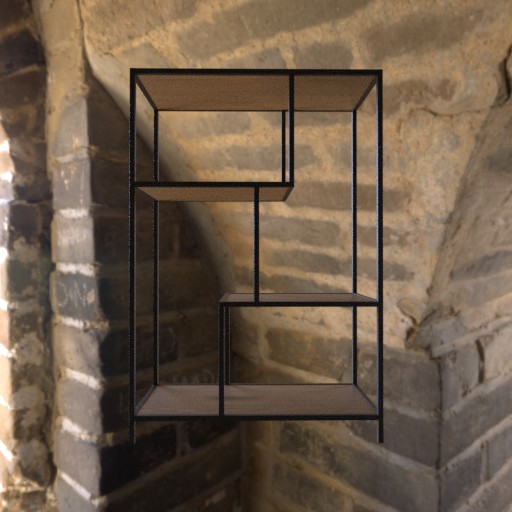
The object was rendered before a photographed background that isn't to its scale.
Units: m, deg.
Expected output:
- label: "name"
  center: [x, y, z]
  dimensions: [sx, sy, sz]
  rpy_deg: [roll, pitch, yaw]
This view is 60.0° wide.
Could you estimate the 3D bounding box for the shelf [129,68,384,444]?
- label: "shelf"
  center: [0.000, 0.000, 1.519]
  dimensions: [0.770, 1.138, 0.350]
  rpy_deg: [0, 0, -1]
